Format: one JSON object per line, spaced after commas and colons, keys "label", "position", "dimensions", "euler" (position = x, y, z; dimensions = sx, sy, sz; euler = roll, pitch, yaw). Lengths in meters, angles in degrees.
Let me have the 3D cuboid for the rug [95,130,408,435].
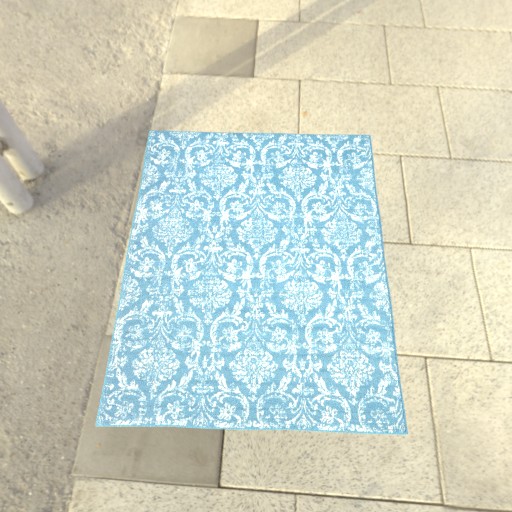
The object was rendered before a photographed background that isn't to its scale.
{"label": "rug", "position": [0.000, 0.000, 4.042], "dimensions": [2.363, 0.012, 2.980], "euler": [1, 62, 1]}
